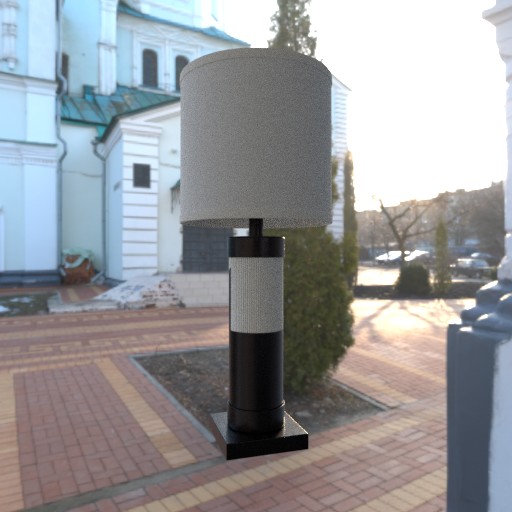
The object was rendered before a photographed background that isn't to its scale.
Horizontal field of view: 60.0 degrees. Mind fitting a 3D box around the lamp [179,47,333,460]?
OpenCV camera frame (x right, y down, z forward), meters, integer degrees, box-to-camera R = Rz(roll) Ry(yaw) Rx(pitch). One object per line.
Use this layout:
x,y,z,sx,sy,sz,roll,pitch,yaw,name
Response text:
0.000,0.000,0.620,0.211,0.509,0.211,0,0,-17,lamp
